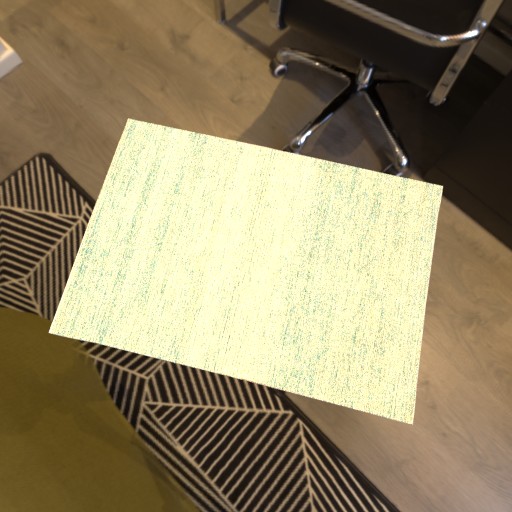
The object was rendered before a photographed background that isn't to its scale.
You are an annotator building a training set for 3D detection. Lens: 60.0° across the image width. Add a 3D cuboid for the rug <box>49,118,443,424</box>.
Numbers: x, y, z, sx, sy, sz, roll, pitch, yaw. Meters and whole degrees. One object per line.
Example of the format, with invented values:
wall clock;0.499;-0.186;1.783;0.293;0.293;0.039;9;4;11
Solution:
rug;0.000;0.000;2.924;2.305;0.029;1.593;13;74;4
